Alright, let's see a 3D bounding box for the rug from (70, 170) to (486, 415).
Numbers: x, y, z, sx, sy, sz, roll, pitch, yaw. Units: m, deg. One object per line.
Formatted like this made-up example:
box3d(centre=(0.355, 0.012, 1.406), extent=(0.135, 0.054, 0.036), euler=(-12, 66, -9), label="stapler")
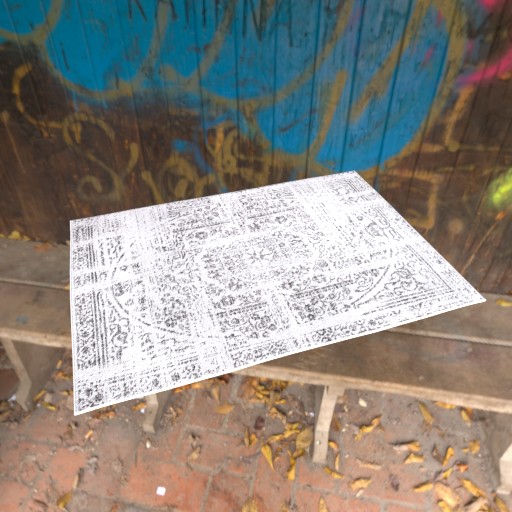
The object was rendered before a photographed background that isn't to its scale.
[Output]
box3d(centre=(0.000, 0.000, 3.052), extent=(2.438, 0.026, 1.706), euler=(-12, 42, -14), label="rug")
